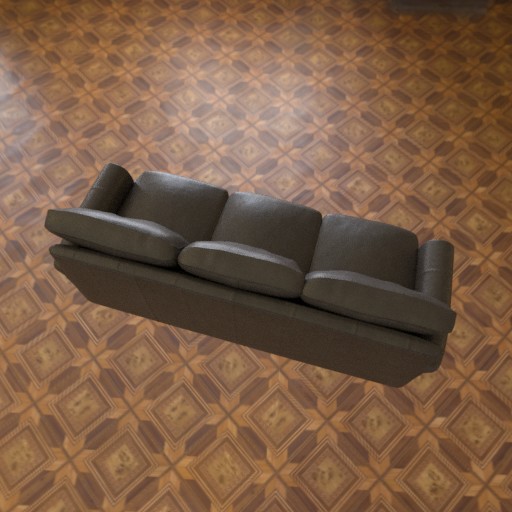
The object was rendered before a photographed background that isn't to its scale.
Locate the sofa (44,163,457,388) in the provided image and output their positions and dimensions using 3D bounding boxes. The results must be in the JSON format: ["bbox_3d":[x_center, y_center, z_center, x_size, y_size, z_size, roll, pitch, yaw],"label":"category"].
[{"bbox_3d":[0.000,0.000,2.829,2.387,0.977,0.974,14,62,8],"label":"sofa"}]
